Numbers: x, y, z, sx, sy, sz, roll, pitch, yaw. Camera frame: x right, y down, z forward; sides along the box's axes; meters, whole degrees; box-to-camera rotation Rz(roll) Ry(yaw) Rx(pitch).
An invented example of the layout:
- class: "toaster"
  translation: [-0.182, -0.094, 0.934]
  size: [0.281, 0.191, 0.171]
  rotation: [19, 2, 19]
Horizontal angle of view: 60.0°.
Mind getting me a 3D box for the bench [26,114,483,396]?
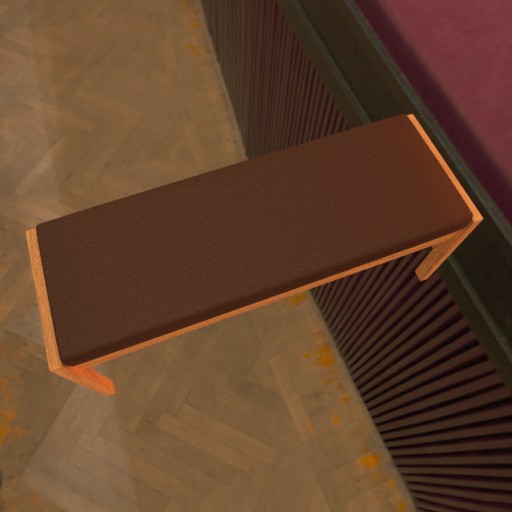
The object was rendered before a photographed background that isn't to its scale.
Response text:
- class: "bench"
  translation: [0.000, 0.000, 1.409]
  size: [1.200, 0.480, 0.405]
  rotation: [-19, 66, -8]
